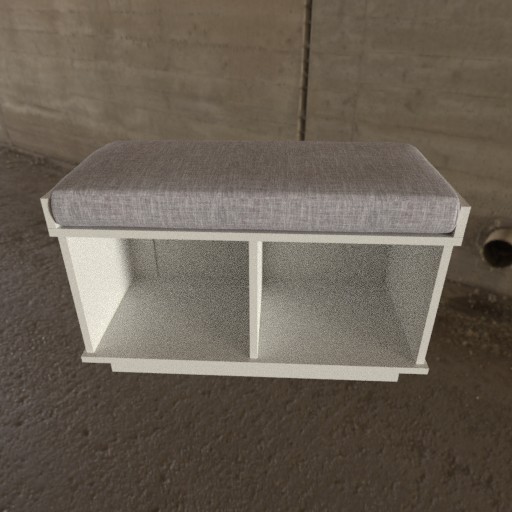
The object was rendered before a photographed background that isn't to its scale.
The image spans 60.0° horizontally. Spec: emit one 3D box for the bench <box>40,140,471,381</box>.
[{"bbox_3d":[0.000,0.000,1.001,0.734,0.461,0.362,1,30,2],"label":"bench"}]
